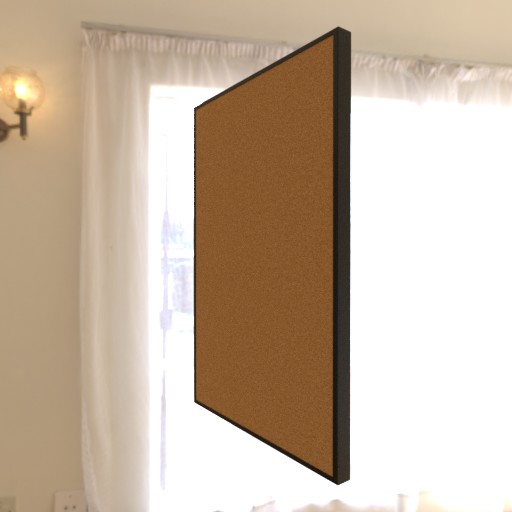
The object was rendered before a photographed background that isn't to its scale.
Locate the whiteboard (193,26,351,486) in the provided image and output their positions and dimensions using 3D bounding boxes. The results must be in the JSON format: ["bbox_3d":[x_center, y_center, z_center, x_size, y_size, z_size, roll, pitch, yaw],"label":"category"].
[{"bbox_3d":[0.000,0.000,0.759,0.026,0.611,0.406,0,1,-36],"label":"whiteboard"}]
